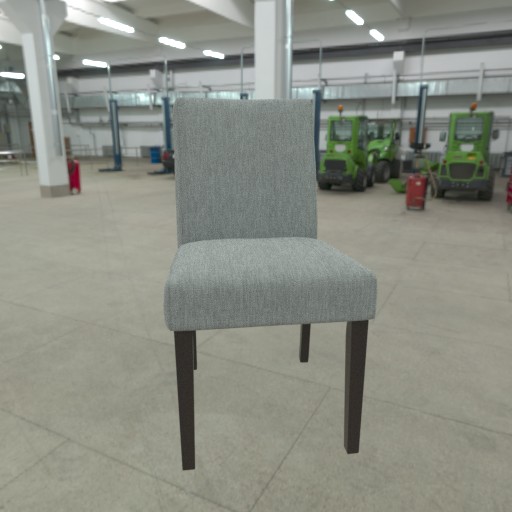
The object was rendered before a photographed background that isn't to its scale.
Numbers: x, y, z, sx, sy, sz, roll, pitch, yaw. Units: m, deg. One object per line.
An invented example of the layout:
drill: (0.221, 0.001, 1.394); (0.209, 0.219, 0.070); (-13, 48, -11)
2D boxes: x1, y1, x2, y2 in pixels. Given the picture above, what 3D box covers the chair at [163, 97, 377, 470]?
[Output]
chair: (0.000, 0.000, 1.255); (0.487, 0.884, 0.629); (-2, 16, -8)
